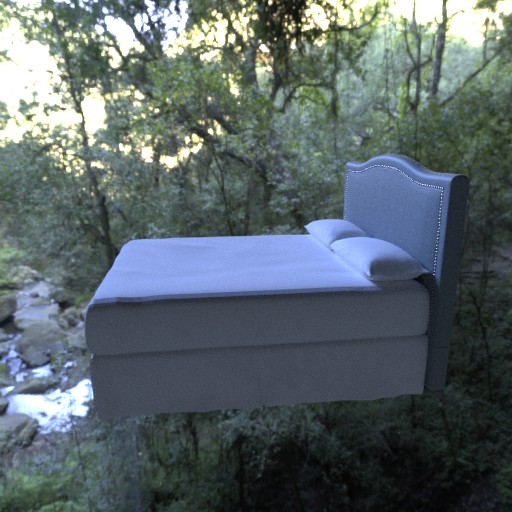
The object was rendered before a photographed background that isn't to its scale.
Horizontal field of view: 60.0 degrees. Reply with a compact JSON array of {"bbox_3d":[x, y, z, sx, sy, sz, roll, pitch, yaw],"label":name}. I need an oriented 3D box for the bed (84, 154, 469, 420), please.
[{"bbox_3d":[0.000,0.000,3.264,2.143,1.460,1.753,-2,15,-8],"label":"bed"}]
